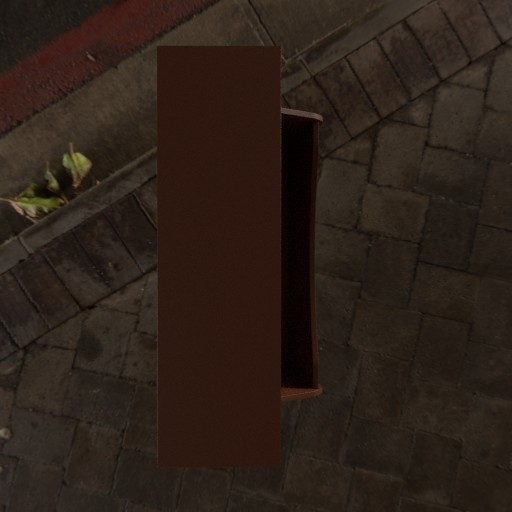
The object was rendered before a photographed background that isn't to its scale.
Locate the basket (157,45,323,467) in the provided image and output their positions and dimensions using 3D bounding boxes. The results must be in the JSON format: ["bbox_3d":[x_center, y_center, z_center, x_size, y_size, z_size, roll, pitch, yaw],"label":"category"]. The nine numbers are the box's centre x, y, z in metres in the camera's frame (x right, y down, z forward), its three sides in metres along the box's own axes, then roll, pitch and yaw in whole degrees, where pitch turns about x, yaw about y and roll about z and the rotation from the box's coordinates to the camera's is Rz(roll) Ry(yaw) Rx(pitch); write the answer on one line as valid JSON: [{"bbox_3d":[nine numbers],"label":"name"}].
[{"bbox_3d":[0.000,0.000,1.146,0.376,0.625,0.792,0,91,0],"label":"basket"}]
